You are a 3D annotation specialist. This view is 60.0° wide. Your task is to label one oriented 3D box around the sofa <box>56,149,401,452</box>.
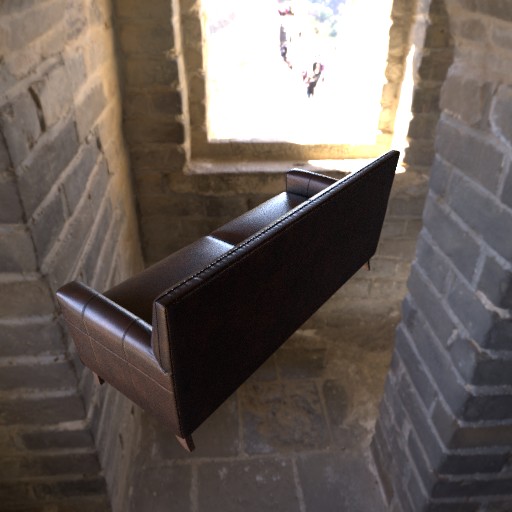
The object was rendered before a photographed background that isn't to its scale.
[{"bbox_3d":[0.000,0.000,2.512,0.786,0.871,1.995,21,37,31],"label":"sofa"}]
